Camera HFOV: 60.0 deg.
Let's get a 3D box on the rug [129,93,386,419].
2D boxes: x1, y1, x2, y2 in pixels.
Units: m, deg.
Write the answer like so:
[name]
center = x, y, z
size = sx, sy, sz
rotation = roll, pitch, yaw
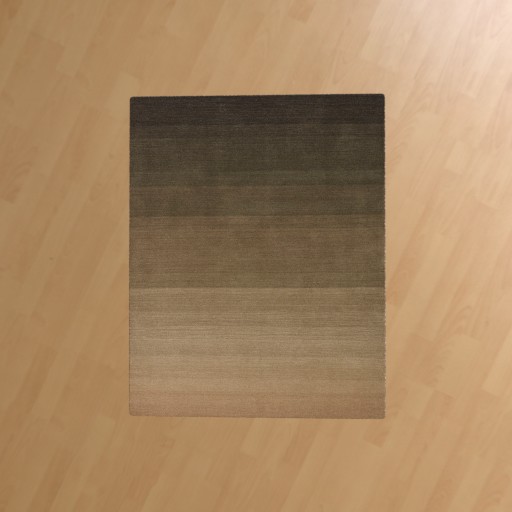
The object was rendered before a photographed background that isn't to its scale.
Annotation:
[rug]
center = 0.000, 0.000, 3.986
size = 2.306, 0.017, 2.902
rotation = 0, 90, 2
